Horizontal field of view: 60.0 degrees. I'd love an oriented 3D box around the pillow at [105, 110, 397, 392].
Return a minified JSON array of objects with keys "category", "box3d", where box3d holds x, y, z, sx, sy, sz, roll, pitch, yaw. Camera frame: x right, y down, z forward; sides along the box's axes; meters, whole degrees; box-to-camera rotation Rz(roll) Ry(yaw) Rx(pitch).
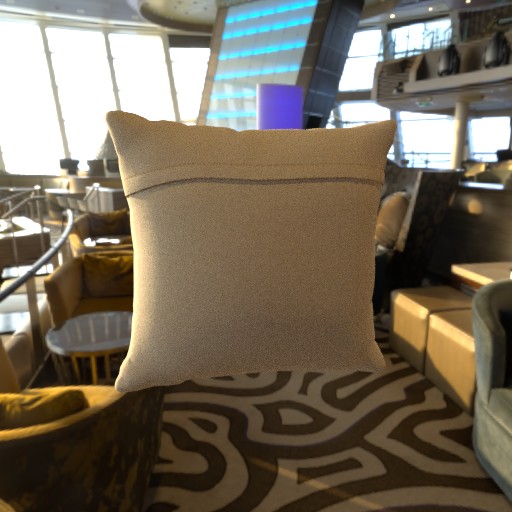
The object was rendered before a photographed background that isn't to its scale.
[{"category":"pillow","box3d":[0.000,0.000,0.818,0.536,0.506,0.229,-2,13,-9]}]
